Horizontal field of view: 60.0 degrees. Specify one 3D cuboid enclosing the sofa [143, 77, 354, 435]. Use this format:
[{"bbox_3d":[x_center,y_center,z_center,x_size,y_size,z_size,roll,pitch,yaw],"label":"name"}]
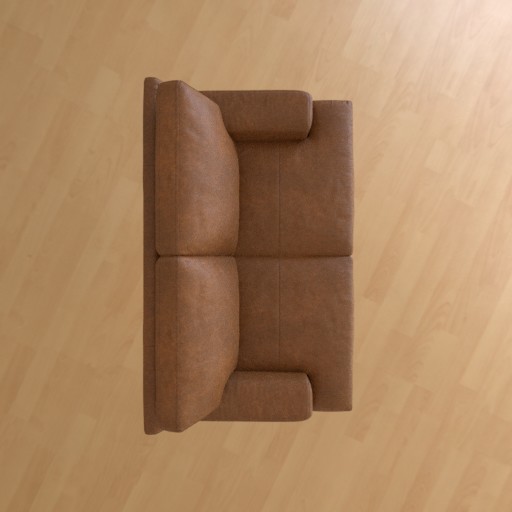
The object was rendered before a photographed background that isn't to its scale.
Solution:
[{"bbox_3d":[0.000,0.000,2.513,1.144,0.966,1.880,0,90,0],"label":"sofa"}]
